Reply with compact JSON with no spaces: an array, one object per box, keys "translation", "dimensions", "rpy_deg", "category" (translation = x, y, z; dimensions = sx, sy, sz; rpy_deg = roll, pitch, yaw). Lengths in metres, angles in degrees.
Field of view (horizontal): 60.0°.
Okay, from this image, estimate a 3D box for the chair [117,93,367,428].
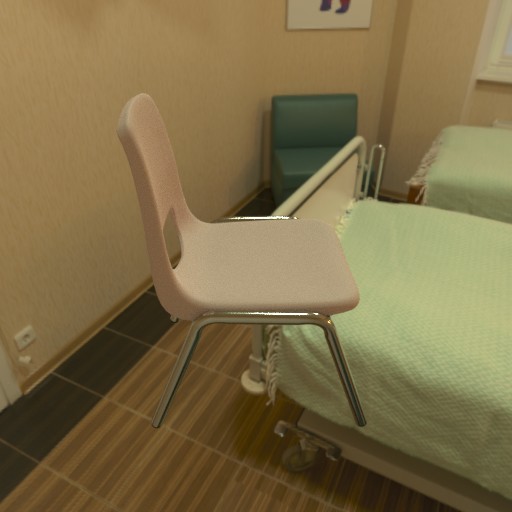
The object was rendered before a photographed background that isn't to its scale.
[{"translation":[0.000,0.000,0.850],"dimensions":[0.423,0.586,0.354],"rpy_deg":[-1,33,-2],"category":"chair"}]
